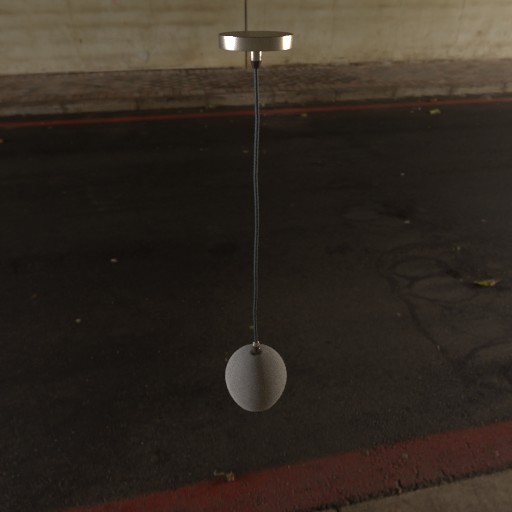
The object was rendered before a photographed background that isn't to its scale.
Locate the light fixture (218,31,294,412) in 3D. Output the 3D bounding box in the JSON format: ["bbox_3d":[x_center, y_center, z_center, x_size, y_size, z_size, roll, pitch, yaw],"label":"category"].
[{"bbox_3d":[0.000,0.000,0.849,0.139,0.764,0.139,11,33,17],"label":"light fixture"}]
